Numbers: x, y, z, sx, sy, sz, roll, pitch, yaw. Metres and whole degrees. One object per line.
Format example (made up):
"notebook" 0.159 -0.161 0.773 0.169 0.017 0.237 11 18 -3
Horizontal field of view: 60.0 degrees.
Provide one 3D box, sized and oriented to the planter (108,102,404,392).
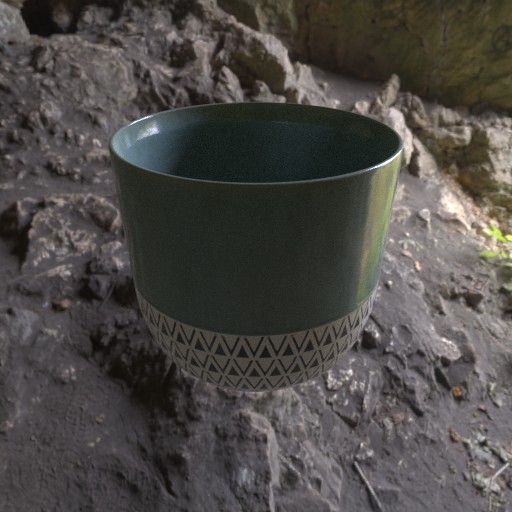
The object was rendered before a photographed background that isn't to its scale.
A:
"planter" 0.000 0.000 0.483 0.266 0.270 0.266 0 31 0
